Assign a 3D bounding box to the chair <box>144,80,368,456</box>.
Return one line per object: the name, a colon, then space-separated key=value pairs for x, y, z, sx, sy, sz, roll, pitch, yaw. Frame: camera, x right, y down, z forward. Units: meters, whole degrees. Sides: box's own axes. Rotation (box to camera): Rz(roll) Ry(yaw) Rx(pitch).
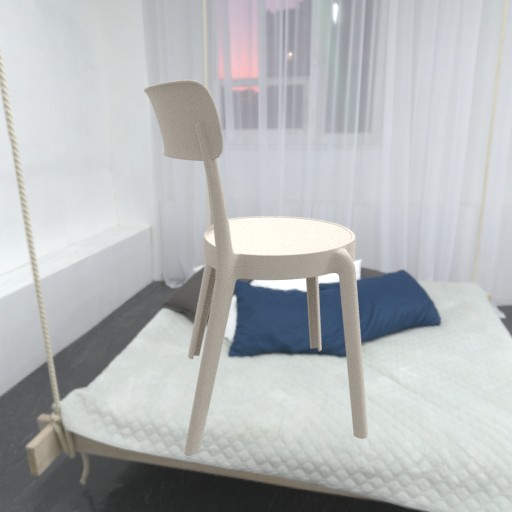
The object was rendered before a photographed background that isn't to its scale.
chair: x=0.000 y=0.000 z=1.120 sx=0.491 sy=0.790 sz=0.506 roll=-2 pitch=17 yaw=-7
